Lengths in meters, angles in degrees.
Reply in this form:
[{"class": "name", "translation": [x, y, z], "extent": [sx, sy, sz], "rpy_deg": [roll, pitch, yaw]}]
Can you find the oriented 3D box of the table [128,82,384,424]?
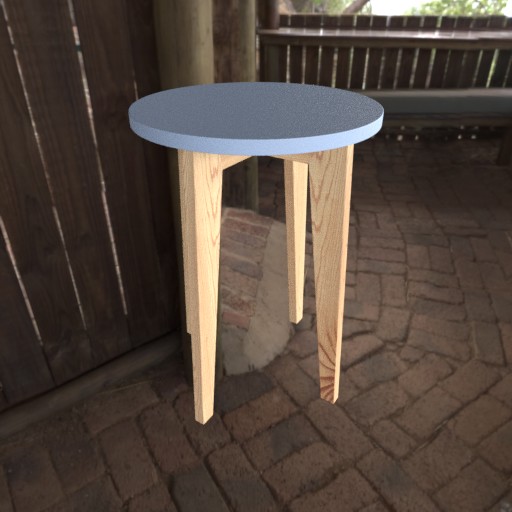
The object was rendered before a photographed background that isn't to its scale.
[{"class": "table", "translation": [0.000, 0.000, 0.754], "extent": [0.350, 0.500, 0.350], "rpy_deg": [0, 31, 0]}]
